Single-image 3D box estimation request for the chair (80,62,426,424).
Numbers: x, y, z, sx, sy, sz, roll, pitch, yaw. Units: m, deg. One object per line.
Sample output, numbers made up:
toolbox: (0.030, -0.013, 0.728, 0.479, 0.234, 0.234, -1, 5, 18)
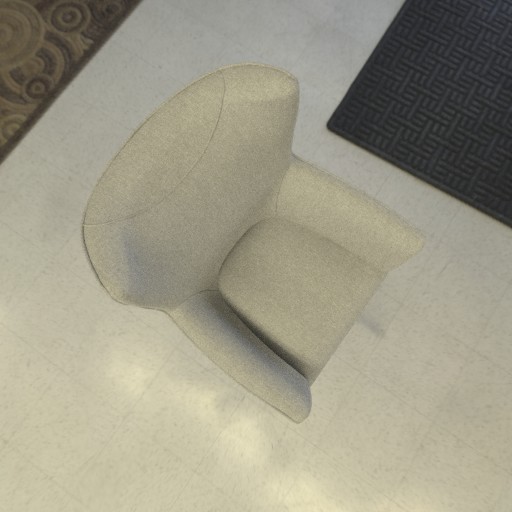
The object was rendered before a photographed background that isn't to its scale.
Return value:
chair: (0.000, 0.000, 1.581, 0.888, 0.933, 0.781, 36, 79, 8)
